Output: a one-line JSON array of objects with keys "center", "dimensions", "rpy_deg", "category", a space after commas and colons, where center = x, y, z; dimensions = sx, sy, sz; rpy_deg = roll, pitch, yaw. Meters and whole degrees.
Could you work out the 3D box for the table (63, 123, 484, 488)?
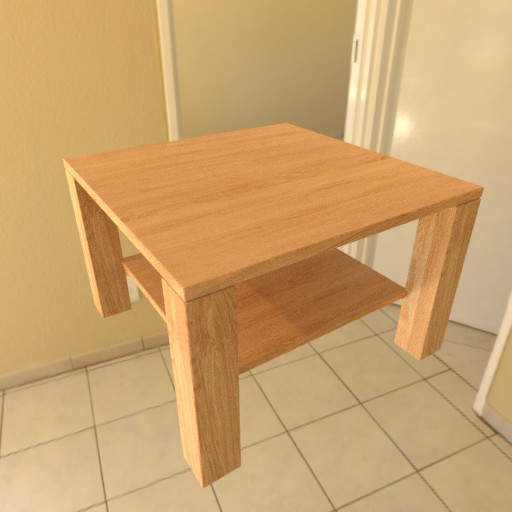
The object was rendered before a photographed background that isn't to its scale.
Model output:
[{"center": [0.000, 0.000, 1.137], "dimensions": [0.700, 0.450, 0.700], "rpy_deg": [-18, 34, -29], "category": "table"}]
